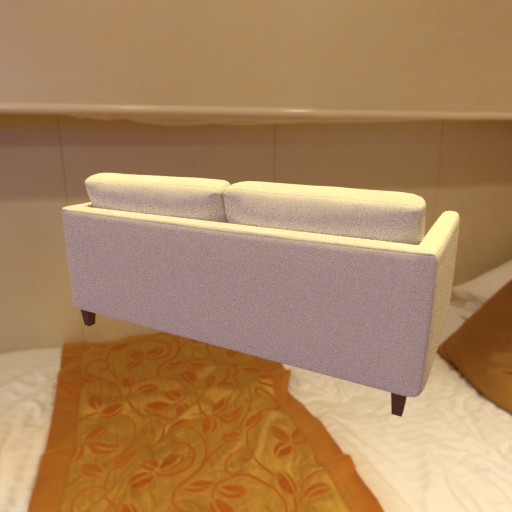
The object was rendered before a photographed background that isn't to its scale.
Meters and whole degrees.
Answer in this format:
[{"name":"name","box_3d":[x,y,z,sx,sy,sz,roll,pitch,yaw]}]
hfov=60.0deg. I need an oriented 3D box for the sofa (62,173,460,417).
[{"name":"sofa","box_3d":[0.000,0.000,2.467,1.981,0.889,0.965,9,18,27]}]
